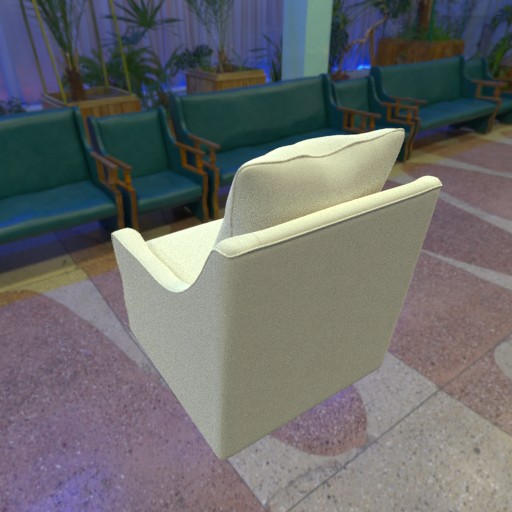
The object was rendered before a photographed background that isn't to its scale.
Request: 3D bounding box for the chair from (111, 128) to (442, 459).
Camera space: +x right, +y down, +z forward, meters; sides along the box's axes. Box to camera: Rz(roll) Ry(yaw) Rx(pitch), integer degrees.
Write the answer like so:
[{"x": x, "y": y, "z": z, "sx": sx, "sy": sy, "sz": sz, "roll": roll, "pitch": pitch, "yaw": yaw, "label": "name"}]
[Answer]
[{"x": 0.000, "y": 0.000, "z": 1.573, "sx": 0.756, "sy": 0.965, "sz": 0.876, "roll": -19, "pitch": 36, "yaw": -29, "label": "chair"}]
